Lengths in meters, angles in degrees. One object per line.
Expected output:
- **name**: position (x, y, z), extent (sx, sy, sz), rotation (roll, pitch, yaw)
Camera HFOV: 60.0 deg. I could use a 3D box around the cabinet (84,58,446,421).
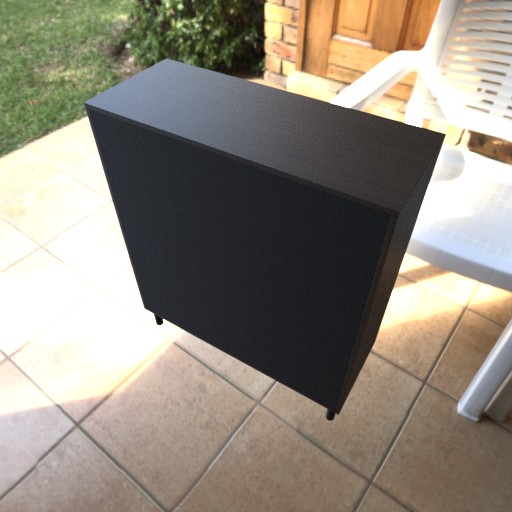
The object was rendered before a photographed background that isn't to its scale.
- **cabinet**: position (0.000, 0.000, 1.728), extent (1.010, 1.170, 0.400), rotation (24, 50, 21)
